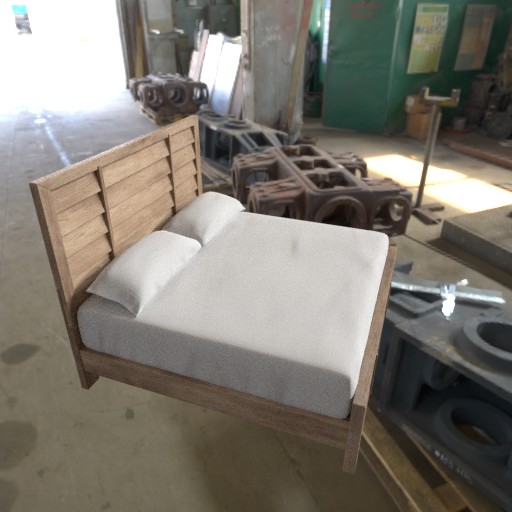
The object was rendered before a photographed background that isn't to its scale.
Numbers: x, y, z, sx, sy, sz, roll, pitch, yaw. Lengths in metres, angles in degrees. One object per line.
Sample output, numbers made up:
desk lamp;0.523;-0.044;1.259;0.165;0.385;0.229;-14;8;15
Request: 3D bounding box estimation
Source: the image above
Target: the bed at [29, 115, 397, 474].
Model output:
bed;0.000;0.000;3.477;2.062;1.626;2.032;10;31;18
